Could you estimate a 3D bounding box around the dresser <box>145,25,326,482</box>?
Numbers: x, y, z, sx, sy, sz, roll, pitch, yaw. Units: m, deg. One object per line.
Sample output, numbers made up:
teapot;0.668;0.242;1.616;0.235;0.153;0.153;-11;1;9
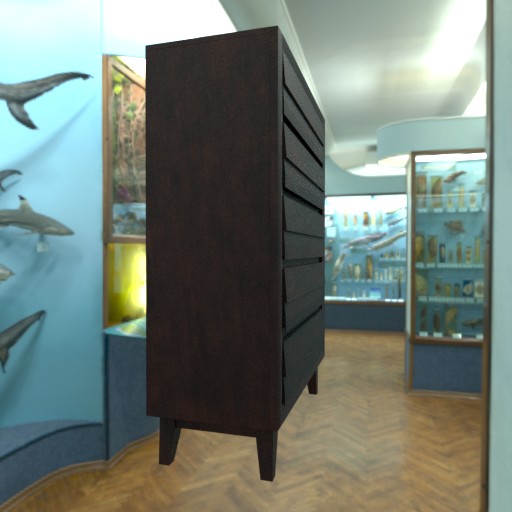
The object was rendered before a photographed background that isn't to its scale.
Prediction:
dresser;0.000;0.000;2.032;0.506;1.514;1.072;0;1;17
